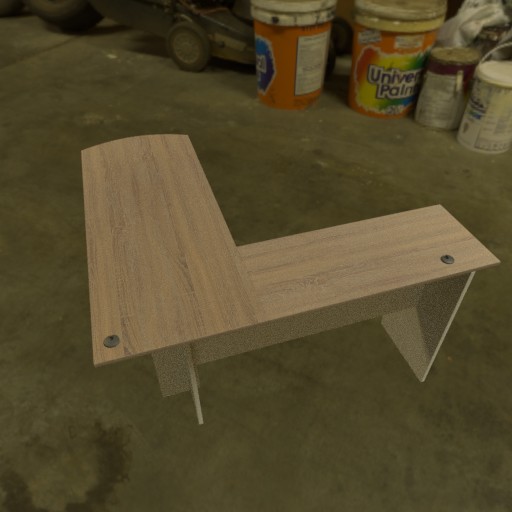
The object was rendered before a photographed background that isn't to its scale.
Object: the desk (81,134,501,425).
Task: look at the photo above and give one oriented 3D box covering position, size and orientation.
[{"bbox_3d":[0.000,0.000,2.076,1.361,0.716,1.303,-12,44,-13],"label":"desk"}]
